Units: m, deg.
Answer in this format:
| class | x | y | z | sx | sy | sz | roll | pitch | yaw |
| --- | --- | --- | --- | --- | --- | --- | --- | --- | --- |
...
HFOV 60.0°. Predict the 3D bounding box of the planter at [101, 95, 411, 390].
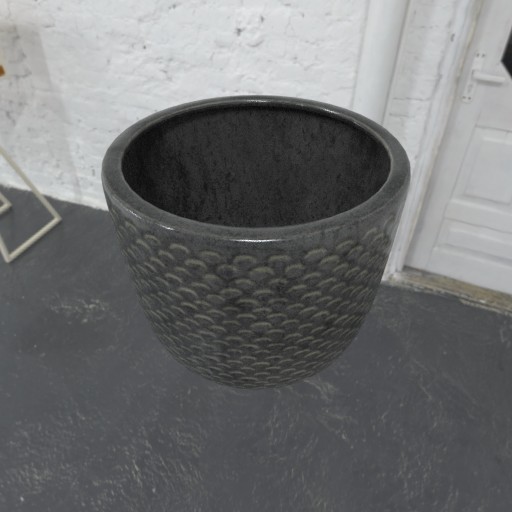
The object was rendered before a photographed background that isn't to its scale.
| class | x | y | z | sx | sy | sz | roll | pitch | yaw |
| --- | --- | --- | --- | --- | --- | --- | --- | --- | --- |
| planter | 0.000 | 0.000 | 0.244 | 0.140 | 0.129 | 0.140 | 0 | 40 | 0 |
